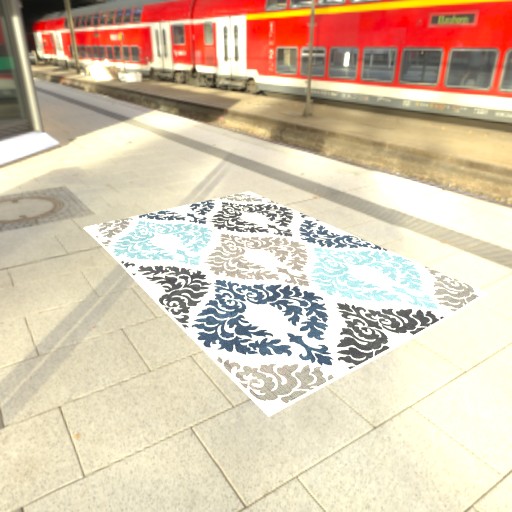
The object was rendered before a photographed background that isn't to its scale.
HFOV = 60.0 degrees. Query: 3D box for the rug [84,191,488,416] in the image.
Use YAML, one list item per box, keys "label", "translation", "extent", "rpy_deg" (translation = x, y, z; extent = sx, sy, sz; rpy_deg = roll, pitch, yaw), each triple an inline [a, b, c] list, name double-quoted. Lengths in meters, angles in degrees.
- label: "rug"
  translation: [0.000, 0.000, 2.857]
  extent: [1.514, 0.014, 2.275]
  rpy_deg: [-17, 31, -32]
